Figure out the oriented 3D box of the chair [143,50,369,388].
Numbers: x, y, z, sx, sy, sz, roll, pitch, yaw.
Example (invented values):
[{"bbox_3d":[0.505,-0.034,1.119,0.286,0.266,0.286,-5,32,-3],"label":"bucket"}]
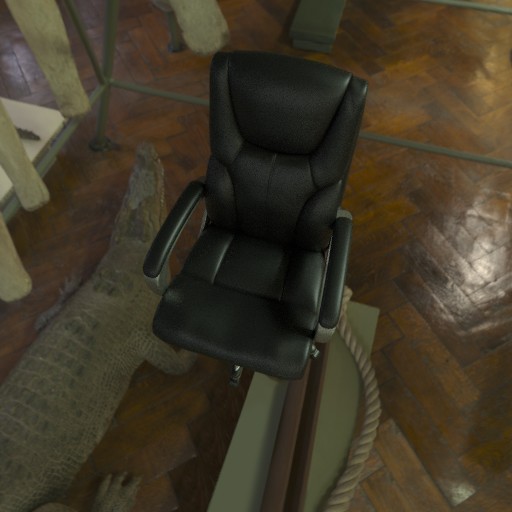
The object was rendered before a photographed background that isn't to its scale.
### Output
[{"bbox_3d":[0.000,0.000,1.600,0.663,1.155,0.739,15,60,9],"label":"chair"}]
